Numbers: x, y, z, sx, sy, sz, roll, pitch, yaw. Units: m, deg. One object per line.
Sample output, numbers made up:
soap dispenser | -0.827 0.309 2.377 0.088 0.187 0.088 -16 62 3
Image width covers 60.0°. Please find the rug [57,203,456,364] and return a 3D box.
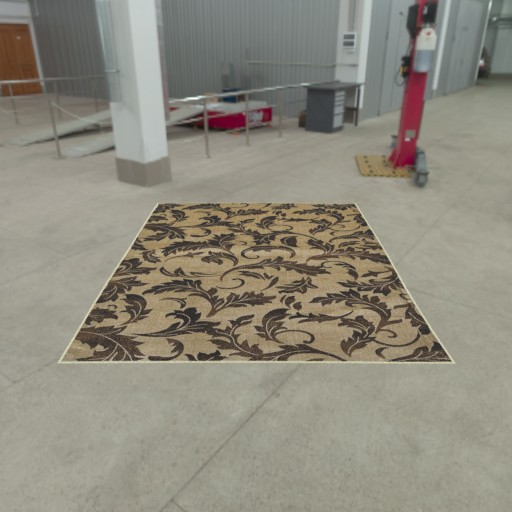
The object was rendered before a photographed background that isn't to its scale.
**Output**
rug | 0.000 0.000 3.967 2.380 0.008 2.977 0 25 0
